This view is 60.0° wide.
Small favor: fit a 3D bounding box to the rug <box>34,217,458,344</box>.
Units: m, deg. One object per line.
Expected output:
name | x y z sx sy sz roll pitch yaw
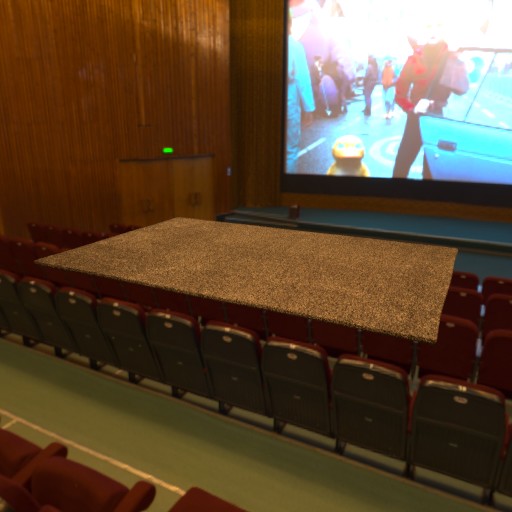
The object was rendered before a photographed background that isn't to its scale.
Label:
rug | 0.000 0.000 2.901 2.352 0.025 1.501 8 19 26
